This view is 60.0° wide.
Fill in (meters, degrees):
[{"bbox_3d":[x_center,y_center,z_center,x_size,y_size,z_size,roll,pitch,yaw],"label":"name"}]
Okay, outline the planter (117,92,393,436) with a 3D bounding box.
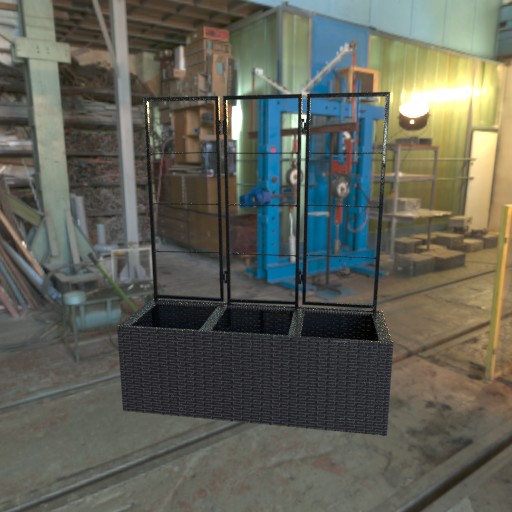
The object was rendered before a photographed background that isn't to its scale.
[{"bbox_3d":[0.000,0.000,1.180,0.699,0.841,0.244,2,12,9],"label":"planter"}]
